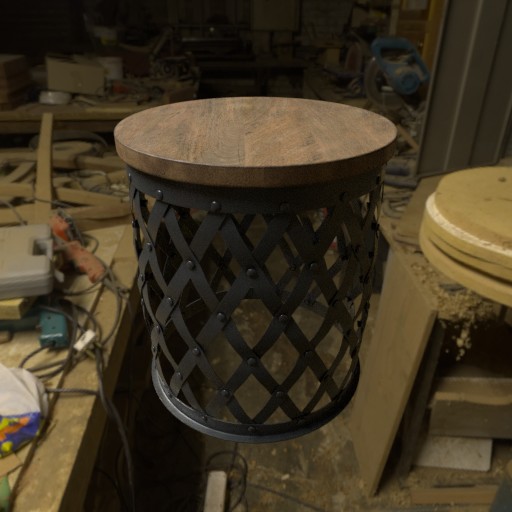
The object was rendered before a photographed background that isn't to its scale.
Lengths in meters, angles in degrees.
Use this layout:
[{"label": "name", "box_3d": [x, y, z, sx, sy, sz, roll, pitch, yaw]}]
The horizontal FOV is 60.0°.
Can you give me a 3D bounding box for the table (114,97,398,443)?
[{"label": "table", "box_3d": [0.000, 0.000, 0.766, 0.405, 0.454, 0.405, 0, 30, 0]}]
